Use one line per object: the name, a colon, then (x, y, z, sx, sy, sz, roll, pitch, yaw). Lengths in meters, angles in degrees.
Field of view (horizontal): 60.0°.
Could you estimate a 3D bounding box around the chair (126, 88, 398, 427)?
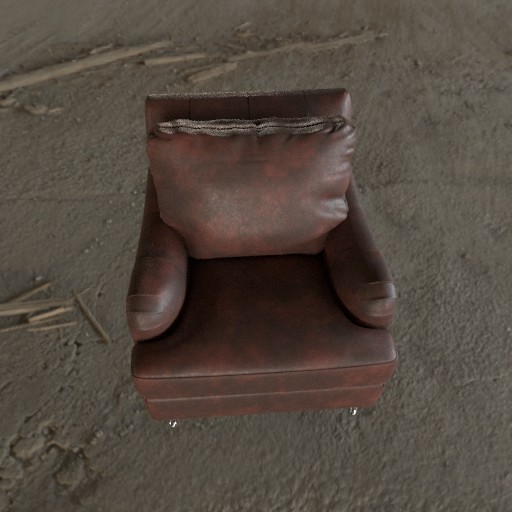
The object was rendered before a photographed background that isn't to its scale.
chair: (0.000, 0.000, 1.917, 0.987, 1.051, 1.156, -3, 48, -3)
